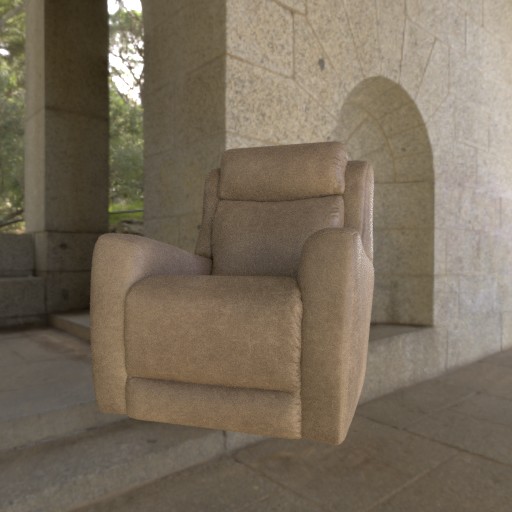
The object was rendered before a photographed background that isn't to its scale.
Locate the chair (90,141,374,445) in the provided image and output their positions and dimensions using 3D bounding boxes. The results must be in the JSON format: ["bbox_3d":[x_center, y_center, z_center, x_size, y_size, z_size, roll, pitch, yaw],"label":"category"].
[{"bbox_3d":[0.000,0.000,1.895,0.967,1.116,1.068,0,1,19],"label":"chair"}]
